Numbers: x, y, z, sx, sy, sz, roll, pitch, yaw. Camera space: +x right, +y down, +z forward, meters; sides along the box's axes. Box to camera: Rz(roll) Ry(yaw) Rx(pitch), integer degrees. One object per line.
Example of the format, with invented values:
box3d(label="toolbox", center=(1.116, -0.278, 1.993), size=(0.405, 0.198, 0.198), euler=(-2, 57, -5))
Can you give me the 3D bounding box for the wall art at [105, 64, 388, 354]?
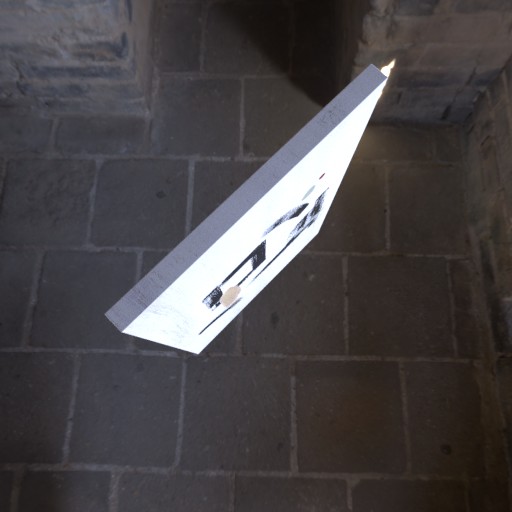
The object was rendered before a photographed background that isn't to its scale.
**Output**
box3d(label="wall art", center=(0.000, 0.000, 1.172), size=(0.043, 0.914, 0.624), euler=(43, 80, 10))
